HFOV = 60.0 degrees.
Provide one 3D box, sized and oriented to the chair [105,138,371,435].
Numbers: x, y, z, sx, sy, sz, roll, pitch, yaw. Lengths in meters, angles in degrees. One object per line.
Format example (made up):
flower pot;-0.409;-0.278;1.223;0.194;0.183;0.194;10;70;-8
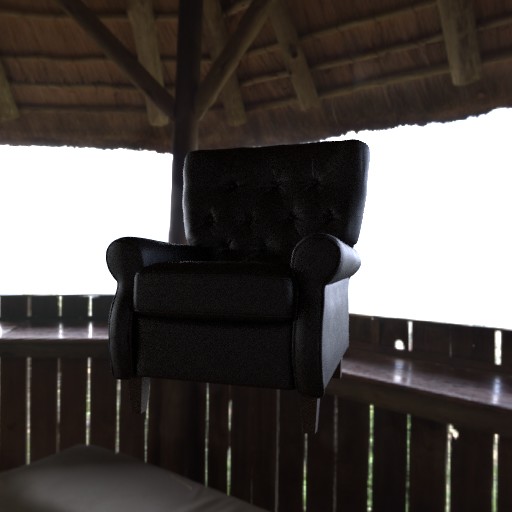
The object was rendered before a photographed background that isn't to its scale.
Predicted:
chair;0.000;0.000;1.945;0.948;1.158;1.058;0;0;17
